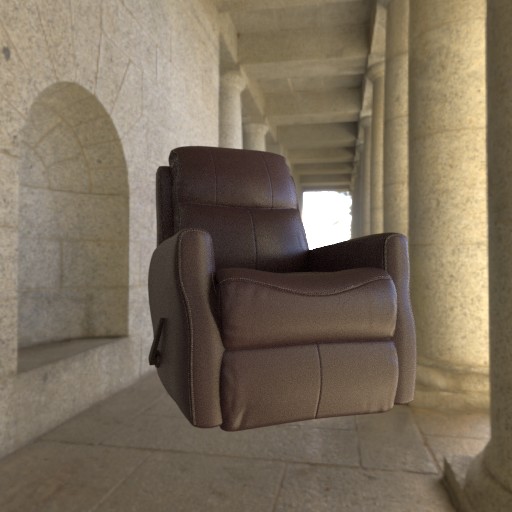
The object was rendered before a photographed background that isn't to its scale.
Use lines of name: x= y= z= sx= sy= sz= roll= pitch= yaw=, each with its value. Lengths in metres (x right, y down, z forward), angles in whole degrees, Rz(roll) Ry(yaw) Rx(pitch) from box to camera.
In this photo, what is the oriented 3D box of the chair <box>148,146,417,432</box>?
chair: x=0.000 y=0.000 z=1.738 sx=0.829 sy=1.030 sz=1.080 roll=0 pitch=-1 yaw=-19
